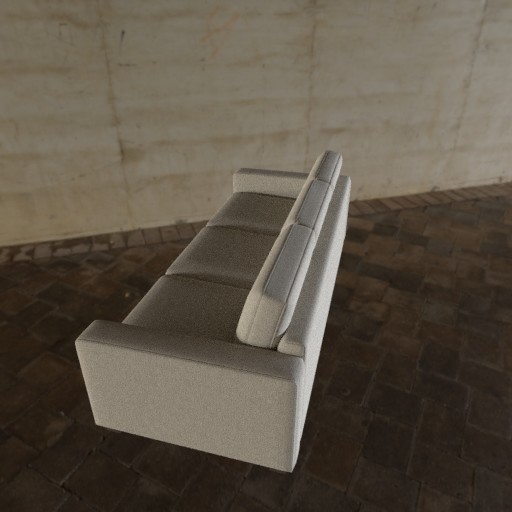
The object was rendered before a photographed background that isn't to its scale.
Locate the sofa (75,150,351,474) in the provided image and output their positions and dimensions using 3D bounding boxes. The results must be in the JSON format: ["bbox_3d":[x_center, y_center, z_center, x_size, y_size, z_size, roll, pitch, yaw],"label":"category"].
[{"bbox_3d":[0.000,0.000,2.584,0.900,0.800,2.160,8,30,13],"label":"sofa"}]
